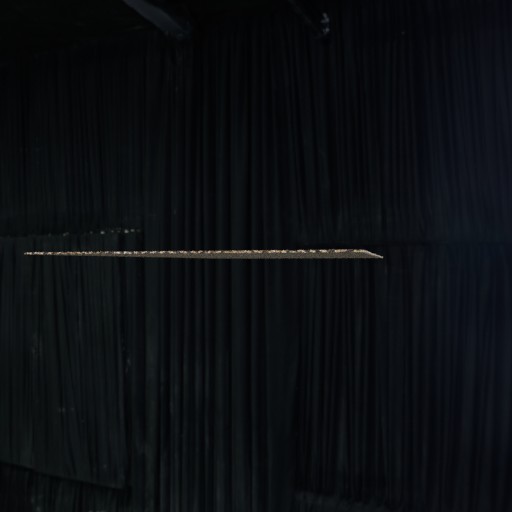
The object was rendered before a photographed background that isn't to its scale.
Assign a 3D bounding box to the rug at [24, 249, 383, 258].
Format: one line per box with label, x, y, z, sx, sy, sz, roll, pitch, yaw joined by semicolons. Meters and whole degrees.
rug;0.000;0.000;2.299;1.219;0.008;1.828;0;-1;18
